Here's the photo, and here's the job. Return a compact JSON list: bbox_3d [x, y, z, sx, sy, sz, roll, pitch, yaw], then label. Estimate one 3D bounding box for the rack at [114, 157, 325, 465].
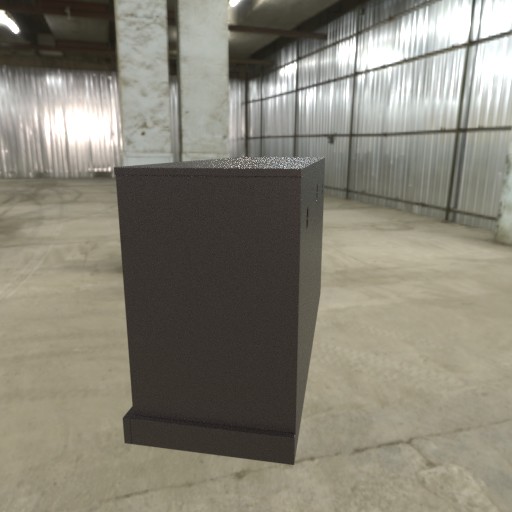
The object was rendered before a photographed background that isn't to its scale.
[{"bbox_3d":[0.000,0.000,1.505,0.399,0.635,1.206,3,14,10],"label":"rack"}]
